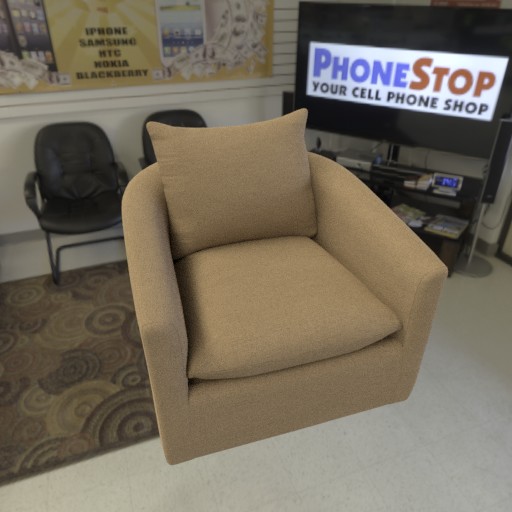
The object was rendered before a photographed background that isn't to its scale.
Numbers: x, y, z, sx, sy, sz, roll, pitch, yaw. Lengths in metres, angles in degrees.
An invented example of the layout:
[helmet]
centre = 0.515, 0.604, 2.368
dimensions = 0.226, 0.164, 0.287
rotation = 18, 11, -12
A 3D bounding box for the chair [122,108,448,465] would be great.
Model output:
[chair]
centre = 0.000, 0.000, 1.542
dimensions = 0.845, 0.848, 0.910
rotation = -9, 32, -15
